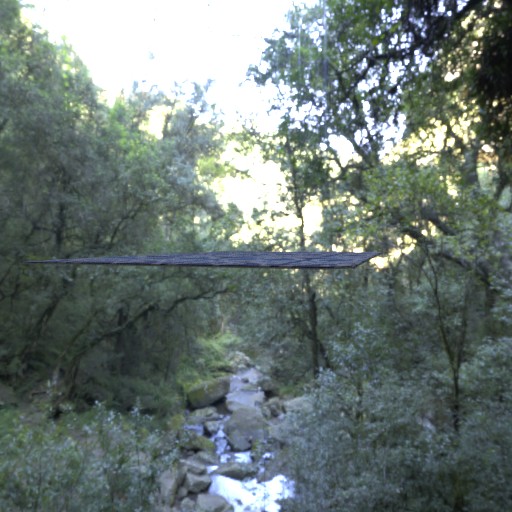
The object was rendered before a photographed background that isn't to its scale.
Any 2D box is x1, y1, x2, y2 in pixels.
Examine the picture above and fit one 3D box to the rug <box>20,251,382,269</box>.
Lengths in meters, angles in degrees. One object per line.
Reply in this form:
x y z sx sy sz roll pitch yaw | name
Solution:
0.000 0.000 2.079 1.072 0.013 1.698 1 2 18 | rug
